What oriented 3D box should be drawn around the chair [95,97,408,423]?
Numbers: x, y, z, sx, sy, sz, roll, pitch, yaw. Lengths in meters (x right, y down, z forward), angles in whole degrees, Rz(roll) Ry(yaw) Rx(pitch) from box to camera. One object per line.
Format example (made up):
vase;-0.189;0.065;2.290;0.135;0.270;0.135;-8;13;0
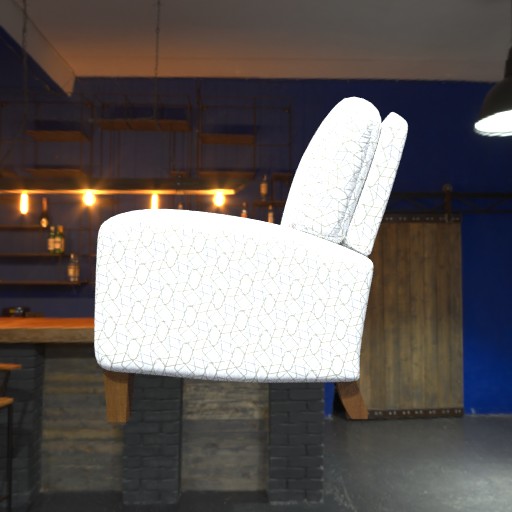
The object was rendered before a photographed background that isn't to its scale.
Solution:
chair;0.000;0.000;1.747;0.995;1.064;0.796;0;-2;0
